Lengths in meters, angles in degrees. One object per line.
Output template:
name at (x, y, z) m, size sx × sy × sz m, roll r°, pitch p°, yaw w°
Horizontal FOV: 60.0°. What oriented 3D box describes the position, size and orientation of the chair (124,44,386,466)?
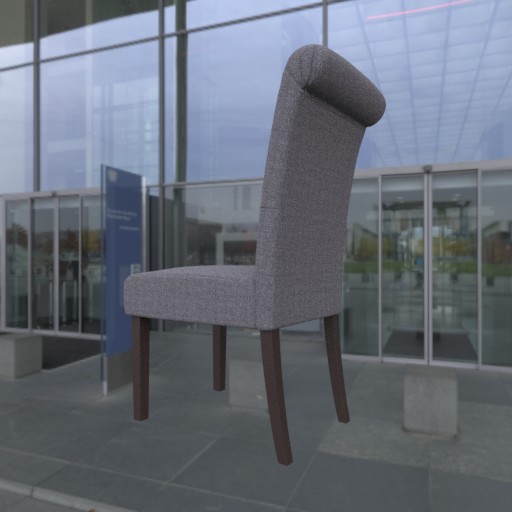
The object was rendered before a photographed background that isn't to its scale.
chair at (0.000, 0.000, 1.339) m, size 0.671 × 1.006 × 0.456 m, roll 0°, pitch 0°, yaw 36°
